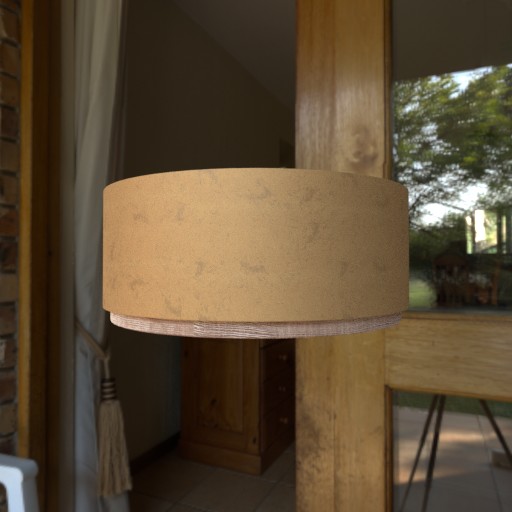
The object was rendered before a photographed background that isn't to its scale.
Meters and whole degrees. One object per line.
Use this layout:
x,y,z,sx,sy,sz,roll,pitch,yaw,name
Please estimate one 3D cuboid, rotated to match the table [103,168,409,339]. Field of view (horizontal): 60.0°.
0.000,0.000,1.534,1.001,0.409,1.001,0,-1,0,table
